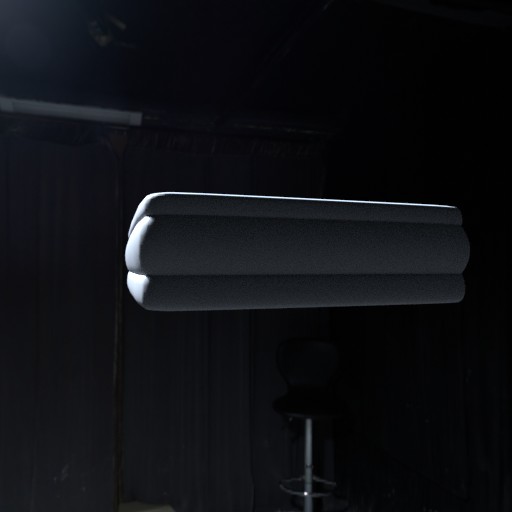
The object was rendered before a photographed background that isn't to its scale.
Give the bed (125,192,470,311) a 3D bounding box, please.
[{"bbox_3d":[0.000,0.000,2.715,1.520,0.460,2.036,0,-1,-18],"label":"bed"}]
